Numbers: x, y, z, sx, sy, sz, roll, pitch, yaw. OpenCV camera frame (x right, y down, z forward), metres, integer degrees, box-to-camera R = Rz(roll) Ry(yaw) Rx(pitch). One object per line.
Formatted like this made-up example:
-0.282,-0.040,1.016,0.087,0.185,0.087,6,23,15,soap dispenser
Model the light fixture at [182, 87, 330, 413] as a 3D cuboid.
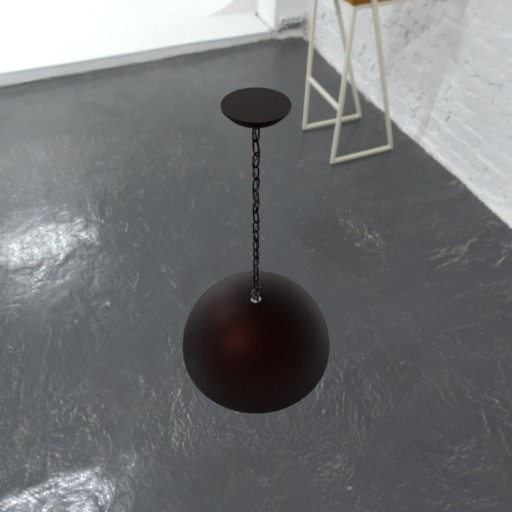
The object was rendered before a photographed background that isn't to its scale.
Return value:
0.000,0.000,1.183,0.492,0.869,0.492,-33,55,-27,light fixture
